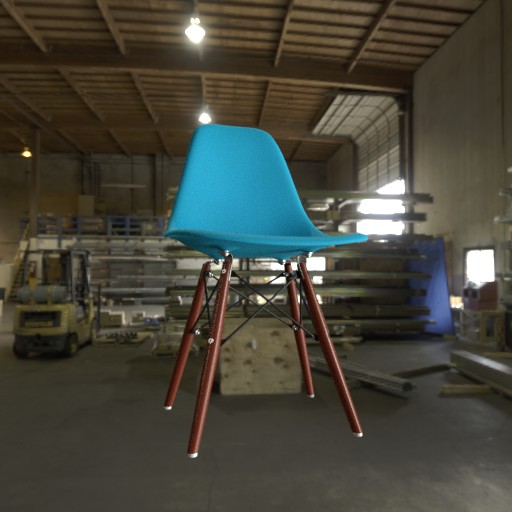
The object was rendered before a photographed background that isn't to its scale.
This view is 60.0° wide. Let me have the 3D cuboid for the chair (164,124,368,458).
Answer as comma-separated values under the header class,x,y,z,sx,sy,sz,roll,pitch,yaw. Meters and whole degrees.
class,x,y,z,sx,sy,sz,roll,pitch,yaw
chair,0.000,0.000,1.135,0.470,0.826,0.533,1,-2,-18
